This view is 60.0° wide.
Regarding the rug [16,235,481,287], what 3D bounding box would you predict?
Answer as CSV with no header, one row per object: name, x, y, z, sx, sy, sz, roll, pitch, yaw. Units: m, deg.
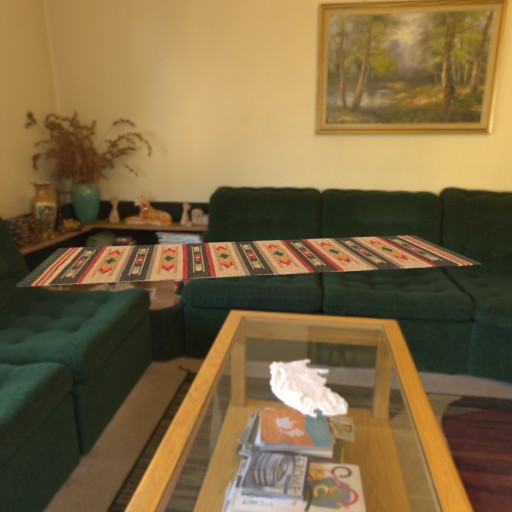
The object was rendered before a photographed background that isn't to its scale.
rug,0.000,0.000,2.657,2.440,0.009,0.760,-2,15,-9
